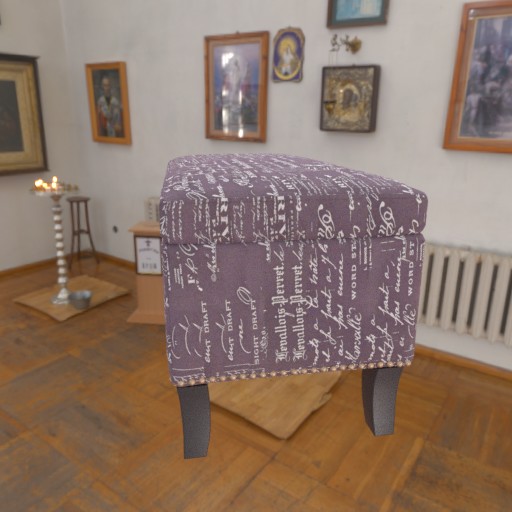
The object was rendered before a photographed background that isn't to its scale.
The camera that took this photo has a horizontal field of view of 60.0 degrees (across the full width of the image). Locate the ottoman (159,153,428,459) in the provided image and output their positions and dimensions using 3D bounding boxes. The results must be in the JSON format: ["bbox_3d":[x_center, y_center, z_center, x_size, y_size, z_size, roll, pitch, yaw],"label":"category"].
[{"bbox_3d":[0.000,0.000,1.056,0.406,0.457,0.813,-3,16,-9],"label":"ottoman"}]
